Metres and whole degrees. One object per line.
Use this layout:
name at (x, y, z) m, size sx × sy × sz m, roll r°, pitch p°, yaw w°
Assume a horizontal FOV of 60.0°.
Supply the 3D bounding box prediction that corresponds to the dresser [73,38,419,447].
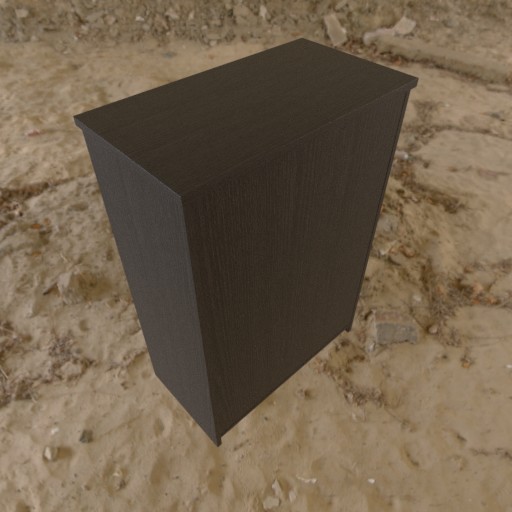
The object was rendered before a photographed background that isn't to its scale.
dresser at (0.000, 0.000, 1.359) m, size 0.704 × 1.020 × 0.399 m, roll -33°, pitch 53°, yaw -29°
